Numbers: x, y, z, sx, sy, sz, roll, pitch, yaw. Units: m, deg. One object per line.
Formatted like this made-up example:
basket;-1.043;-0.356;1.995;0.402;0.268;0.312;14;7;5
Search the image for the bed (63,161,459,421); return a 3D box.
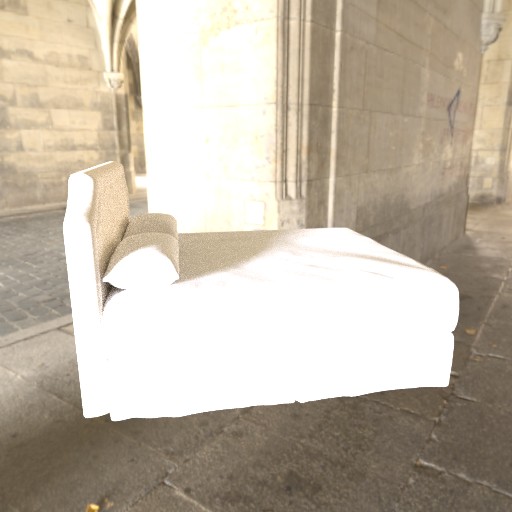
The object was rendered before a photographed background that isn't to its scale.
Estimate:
bed;0.000;0.000;3.756;2.548;1.524;2.134;-3;15;-10
